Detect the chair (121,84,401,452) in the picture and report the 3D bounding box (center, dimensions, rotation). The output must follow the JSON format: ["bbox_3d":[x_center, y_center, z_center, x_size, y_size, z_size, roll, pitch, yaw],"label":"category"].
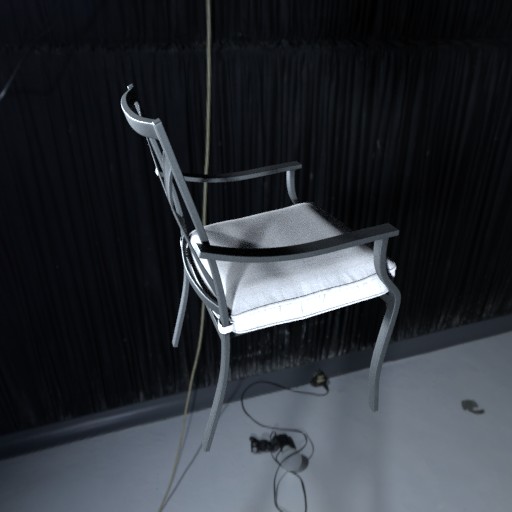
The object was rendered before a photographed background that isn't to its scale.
[{"bbox_3d":[0.000,0.000,1.267,0.620,0.889,0.575,-10,30,-17],"label":"chair"}]
